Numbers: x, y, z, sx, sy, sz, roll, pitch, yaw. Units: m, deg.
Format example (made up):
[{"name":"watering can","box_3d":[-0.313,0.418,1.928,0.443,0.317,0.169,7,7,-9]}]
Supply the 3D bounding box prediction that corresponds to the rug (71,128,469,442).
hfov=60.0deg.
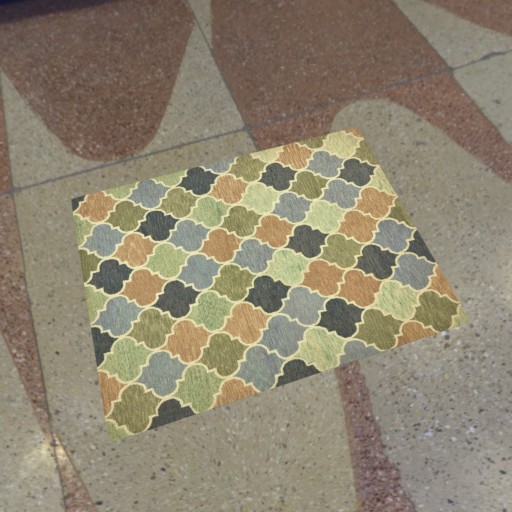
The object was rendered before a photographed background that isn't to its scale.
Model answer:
[{"name":"rug","box_3d":[0.000,0.000,4.236,3.200,0.013,2.439,-16,63,-8]}]
